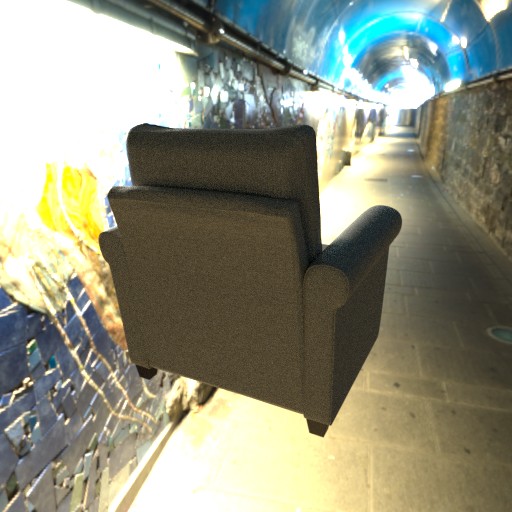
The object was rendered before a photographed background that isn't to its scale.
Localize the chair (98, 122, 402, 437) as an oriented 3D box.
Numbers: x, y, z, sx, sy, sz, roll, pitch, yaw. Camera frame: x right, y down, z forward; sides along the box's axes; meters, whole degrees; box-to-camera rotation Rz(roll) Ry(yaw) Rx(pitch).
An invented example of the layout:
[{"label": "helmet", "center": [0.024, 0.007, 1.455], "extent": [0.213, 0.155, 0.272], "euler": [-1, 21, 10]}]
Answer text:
[{"label": "chair", "center": [0.000, 0.000, 2.337], "extent": [1.275, 1.349, 1.180], "euler": [9, 20, 26]}]
